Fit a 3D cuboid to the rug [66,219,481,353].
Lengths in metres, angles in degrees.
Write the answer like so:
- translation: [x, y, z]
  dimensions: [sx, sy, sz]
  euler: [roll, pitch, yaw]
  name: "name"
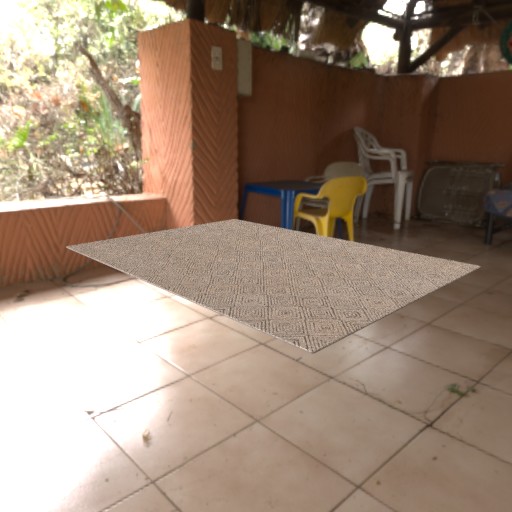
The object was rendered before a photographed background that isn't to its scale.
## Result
- translation: [0.000, 0.000, 2.900]
  dimensions: [1.593, 0.008, 2.238]
  euler: [-14, 20, -42]
  name: "rug"
